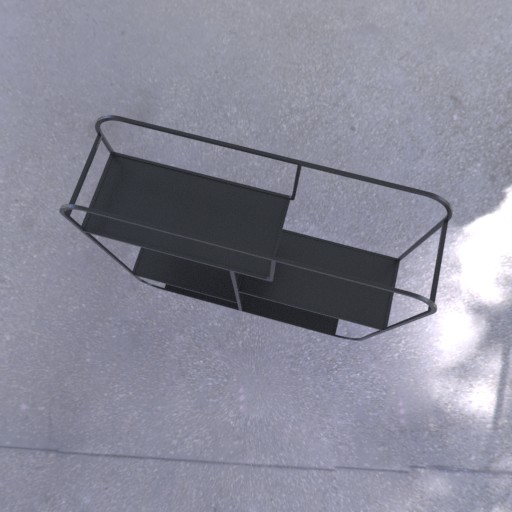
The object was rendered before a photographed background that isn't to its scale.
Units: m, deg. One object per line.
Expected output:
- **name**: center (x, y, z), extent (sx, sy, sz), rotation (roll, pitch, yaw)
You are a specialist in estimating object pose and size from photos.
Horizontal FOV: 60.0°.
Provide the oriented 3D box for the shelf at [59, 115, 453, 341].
- **shelf**: center (0.000, 0.000, 0.935), extent (0.600, 0.600, 0.160), rotation (15, 75, 4)
